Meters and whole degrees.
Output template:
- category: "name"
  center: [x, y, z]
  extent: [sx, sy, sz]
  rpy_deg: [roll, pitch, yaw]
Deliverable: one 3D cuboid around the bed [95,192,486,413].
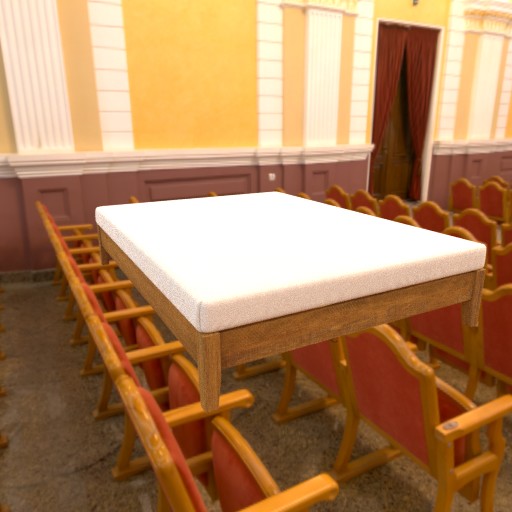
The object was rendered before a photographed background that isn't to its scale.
- category: "bed"
  center: [0.000, 0.000, 2.729]
  extent: [1.536, 0.431, 2.016]
  rpy_deg: [-9, 19, -27]
